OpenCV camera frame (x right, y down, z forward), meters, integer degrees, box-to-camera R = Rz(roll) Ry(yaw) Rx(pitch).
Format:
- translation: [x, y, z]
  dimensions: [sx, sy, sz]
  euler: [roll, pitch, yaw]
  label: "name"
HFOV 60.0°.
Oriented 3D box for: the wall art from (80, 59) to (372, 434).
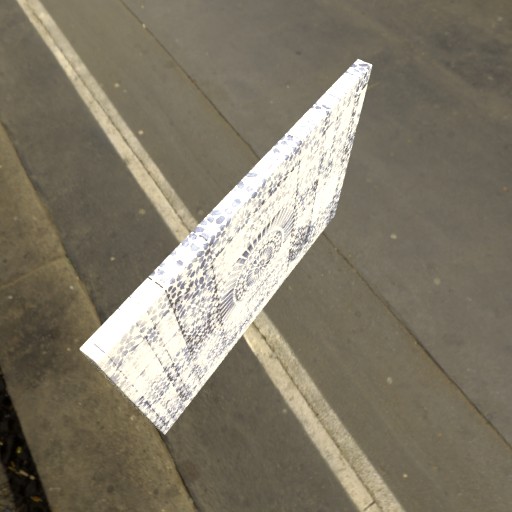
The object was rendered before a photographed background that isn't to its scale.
- translation: [0.000, 0.000, 0.764]
  dimensions: [0.030, 0.406, 0.608]
  euler: [31, 63, 18]
  label: "wall art"
